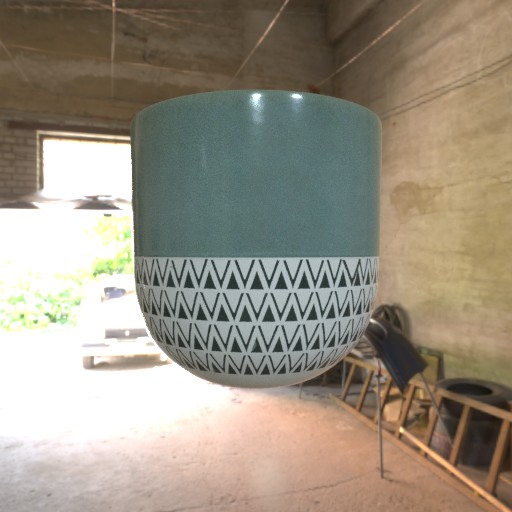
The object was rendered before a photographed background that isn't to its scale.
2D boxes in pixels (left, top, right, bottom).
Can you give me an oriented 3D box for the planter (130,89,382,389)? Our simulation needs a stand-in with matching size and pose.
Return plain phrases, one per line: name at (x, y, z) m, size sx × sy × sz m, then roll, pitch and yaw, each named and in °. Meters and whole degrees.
planter at (0.000, 0.000, 0.488) m, size 0.266 × 0.270 × 0.266 m, roll 0°, pitch 1°, yaw 0°
